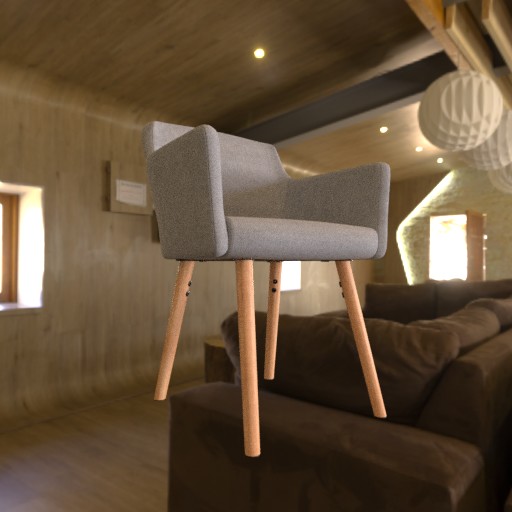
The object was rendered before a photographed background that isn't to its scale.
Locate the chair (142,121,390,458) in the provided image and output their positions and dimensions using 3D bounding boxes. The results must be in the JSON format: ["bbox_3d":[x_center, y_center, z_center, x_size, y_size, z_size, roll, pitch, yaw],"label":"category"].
[{"bbox_3d":[0.000,0.000,1.178,0.570,0.780,0.540,1,-2,-36],"label":"chair"}]
